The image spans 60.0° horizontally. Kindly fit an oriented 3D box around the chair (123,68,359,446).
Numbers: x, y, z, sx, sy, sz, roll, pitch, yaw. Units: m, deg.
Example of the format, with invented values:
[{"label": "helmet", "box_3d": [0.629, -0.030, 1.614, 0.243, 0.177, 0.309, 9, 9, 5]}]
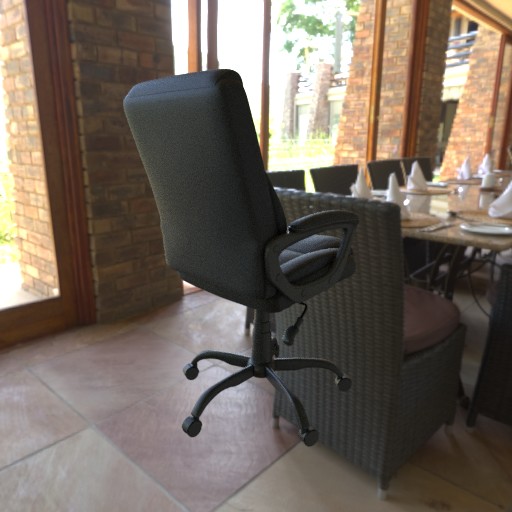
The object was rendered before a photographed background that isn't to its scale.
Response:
[{"label": "chair", "box_3d": [0.000, 0.000, 1.465, 0.655, 1.072, 0.615, -14, 20, -42]}]
